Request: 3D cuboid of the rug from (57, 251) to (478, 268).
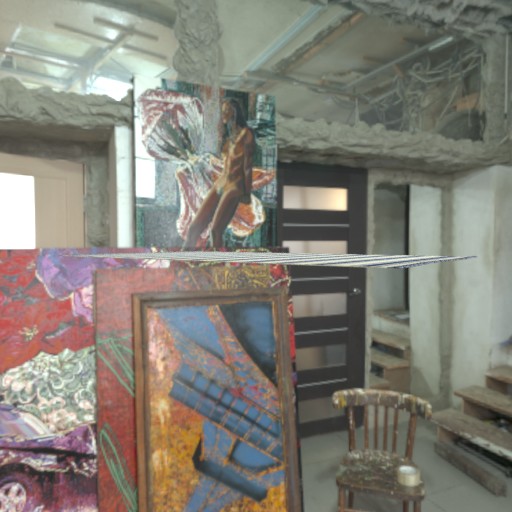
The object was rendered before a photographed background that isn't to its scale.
[{"bbox_3d":[0.000,0.000,2.535,2.108,0.009,1.248,1,2,37],"label":"rug"}]
